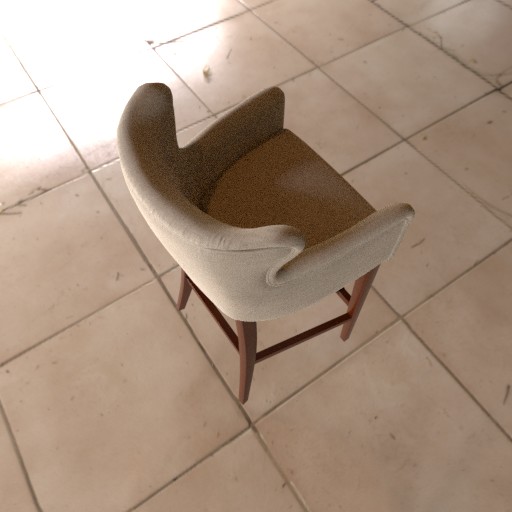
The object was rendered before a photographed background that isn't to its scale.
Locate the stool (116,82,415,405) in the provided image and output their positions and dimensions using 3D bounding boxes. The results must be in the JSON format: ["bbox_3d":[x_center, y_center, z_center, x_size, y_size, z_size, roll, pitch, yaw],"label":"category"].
[{"bbox_3d":[0.000,0.000,1.351,0.563,1.034,0.556,-31,64,-17],"label":"stool"}]
